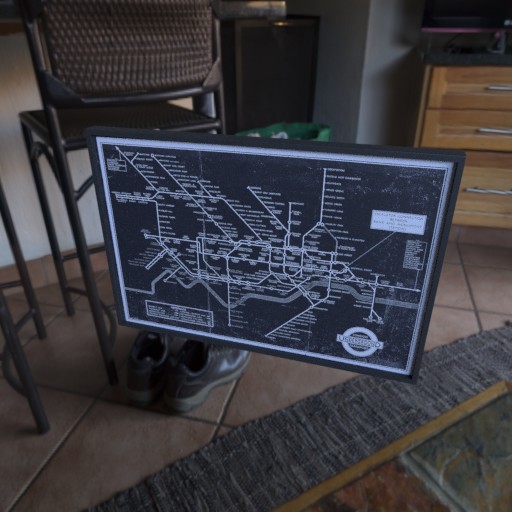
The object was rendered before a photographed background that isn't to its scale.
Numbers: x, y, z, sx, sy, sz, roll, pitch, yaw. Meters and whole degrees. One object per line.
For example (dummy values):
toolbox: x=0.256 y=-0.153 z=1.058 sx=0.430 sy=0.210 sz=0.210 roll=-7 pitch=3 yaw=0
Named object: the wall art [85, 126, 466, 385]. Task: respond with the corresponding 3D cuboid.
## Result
wall art: x=0.000 y=0.000 z=0.575 sx=0.443 sy=0.301 sz=0.021 roll=8 pitch=28 yaw=15
